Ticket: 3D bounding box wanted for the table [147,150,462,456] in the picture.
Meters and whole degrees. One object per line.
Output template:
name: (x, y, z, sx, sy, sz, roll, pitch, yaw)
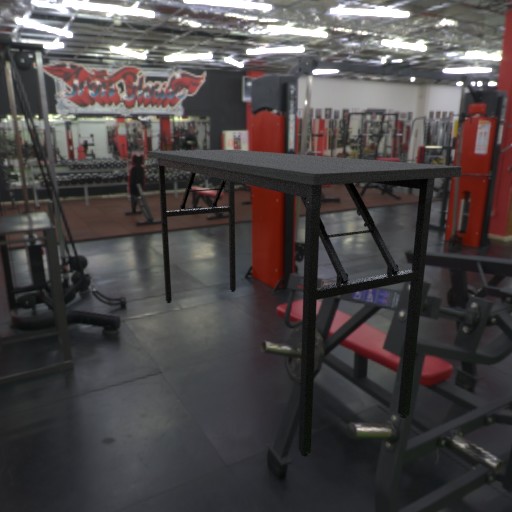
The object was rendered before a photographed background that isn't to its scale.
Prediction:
table: (0.000, 0.000, 1.711, 0.449, 0.750, 1.399, -8, 17, -26)
